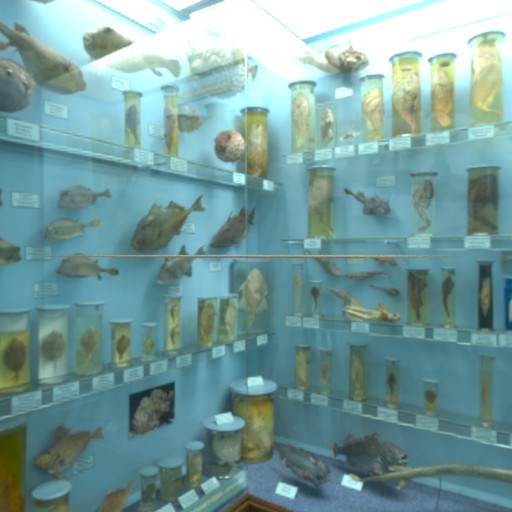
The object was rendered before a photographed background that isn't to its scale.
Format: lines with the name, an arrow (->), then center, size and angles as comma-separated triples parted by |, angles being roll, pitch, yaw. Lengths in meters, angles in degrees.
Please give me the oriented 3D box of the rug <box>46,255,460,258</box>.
rug -> 0.000, 0.000, 4.183 | 3.048, 0.014, 2.438 | 0, 0, 37
